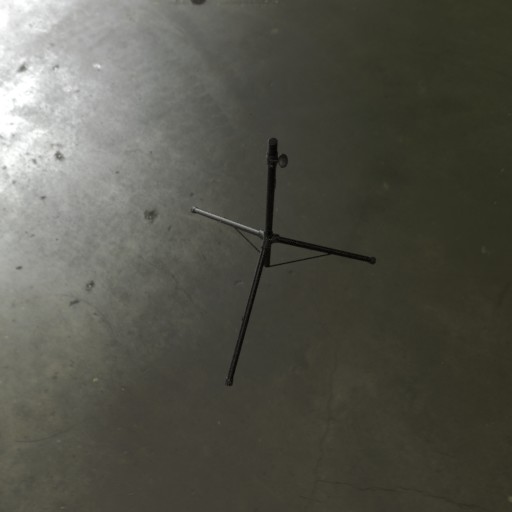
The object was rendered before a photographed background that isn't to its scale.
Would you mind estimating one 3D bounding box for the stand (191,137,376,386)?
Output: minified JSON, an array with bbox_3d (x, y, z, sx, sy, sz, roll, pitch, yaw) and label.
[{"bbox_3d":[0.000,0.000,2.726,1.596,1.595,1.339,17,64,9],"label":"stand"}]
